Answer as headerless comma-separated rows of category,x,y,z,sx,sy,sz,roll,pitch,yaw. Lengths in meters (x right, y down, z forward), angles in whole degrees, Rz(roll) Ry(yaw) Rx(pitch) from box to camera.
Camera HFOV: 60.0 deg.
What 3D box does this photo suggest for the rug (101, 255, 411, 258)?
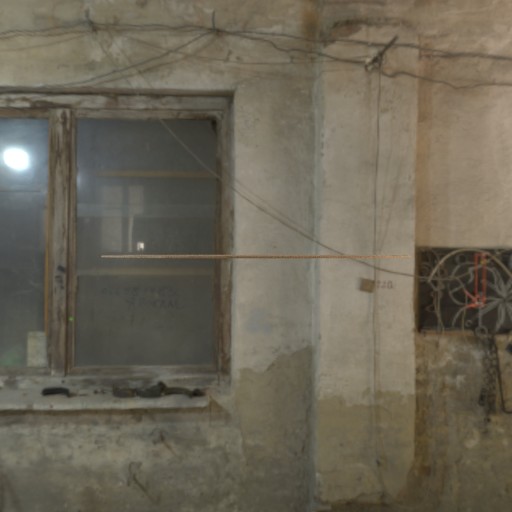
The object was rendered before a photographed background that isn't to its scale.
rug,0.000,0.000,3.711,2.444,0.015,2.444,0,0,0
